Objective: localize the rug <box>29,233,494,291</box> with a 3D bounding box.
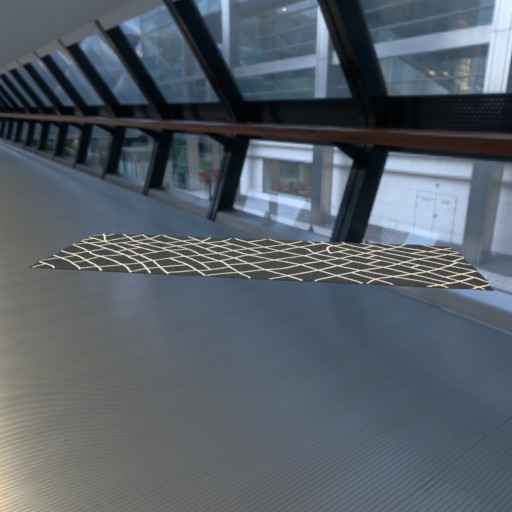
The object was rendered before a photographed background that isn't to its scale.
[{"bbox_3d":[0.000,0.000,2.685,2.476,0.010,0.807,2,17,8],"label":"rug"}]
